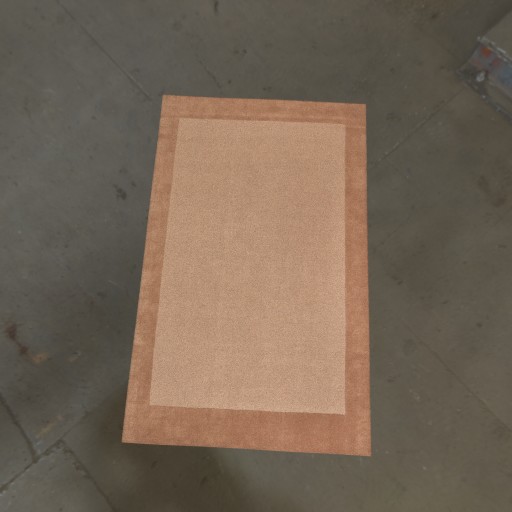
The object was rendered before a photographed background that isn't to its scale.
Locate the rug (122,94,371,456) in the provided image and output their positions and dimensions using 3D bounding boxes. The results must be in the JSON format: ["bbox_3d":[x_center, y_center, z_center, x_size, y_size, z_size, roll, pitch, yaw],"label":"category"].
[{"bbox_3d":[0.000,0.000,3.014,1.524,0.014,2.438,3,75,1],"label":"rug"}]
